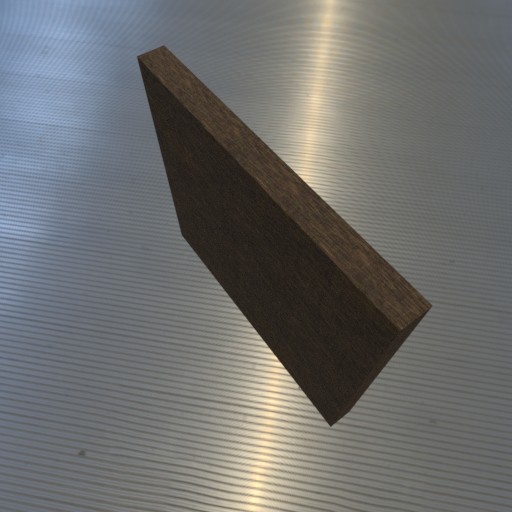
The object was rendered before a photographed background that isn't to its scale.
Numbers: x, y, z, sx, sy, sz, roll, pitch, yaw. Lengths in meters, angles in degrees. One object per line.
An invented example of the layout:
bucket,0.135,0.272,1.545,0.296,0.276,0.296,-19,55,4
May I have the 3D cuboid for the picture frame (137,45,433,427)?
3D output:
picture frame,0.000,0.000,0.528,0.033,0.330,0.378,-32,63,-18
